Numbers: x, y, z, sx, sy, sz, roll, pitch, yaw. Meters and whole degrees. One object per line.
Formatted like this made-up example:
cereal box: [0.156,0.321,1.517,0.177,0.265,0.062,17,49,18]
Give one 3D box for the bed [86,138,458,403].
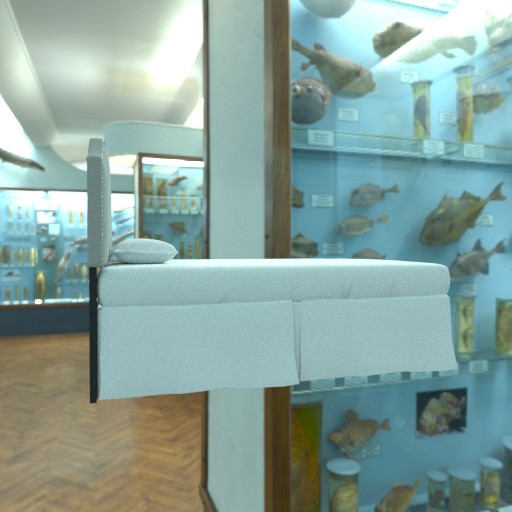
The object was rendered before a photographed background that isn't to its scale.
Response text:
bed: [0.000,0.000,2.928,1.999,1.270,1.558,0,1,-17]
